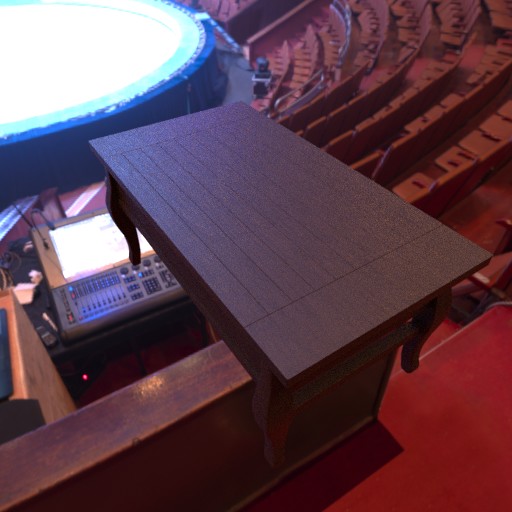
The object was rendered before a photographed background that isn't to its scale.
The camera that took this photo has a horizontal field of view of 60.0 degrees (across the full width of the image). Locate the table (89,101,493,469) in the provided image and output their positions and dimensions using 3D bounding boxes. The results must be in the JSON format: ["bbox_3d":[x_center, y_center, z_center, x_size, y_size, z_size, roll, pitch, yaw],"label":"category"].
[{"bbox_3d":[0.000,0.000,1.376,0.600,0.494,1.062,-24,47,-25],"label":"table"}]
